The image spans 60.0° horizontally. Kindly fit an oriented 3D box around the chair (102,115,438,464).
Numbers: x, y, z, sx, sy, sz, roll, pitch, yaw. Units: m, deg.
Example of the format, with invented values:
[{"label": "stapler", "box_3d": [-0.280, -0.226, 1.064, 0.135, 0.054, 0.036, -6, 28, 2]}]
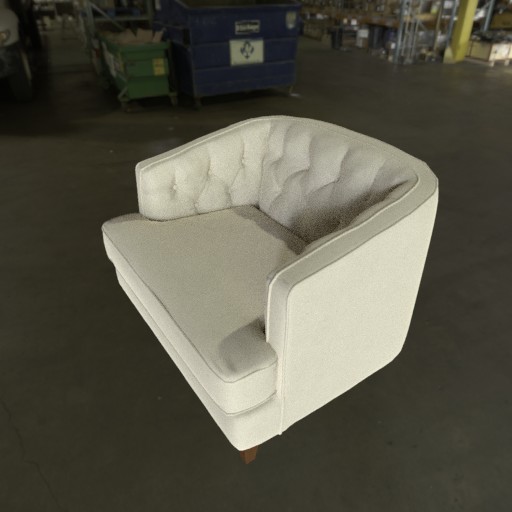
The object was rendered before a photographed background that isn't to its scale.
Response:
[{"label": "chair", "box_3d": [0.000, 0.000, 1.760, 0.941, 0.852, 1.104, -20, 37, -28]}]
